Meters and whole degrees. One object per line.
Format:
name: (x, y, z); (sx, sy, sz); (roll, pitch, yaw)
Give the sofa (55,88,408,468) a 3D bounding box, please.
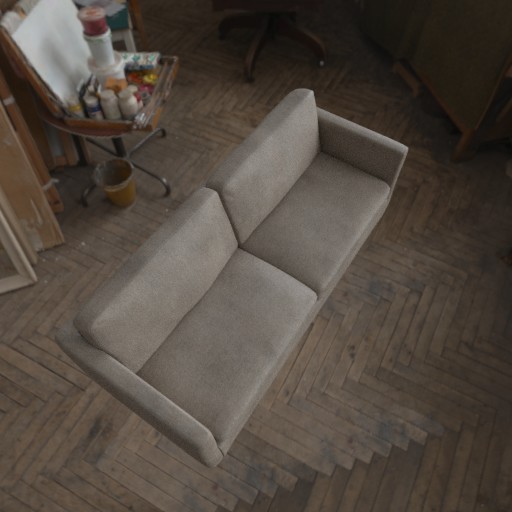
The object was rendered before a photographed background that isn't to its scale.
sofa: (0.000, 0.000, 2.724); (0.951, 0.965, 2.208); (30, 62, 17)
